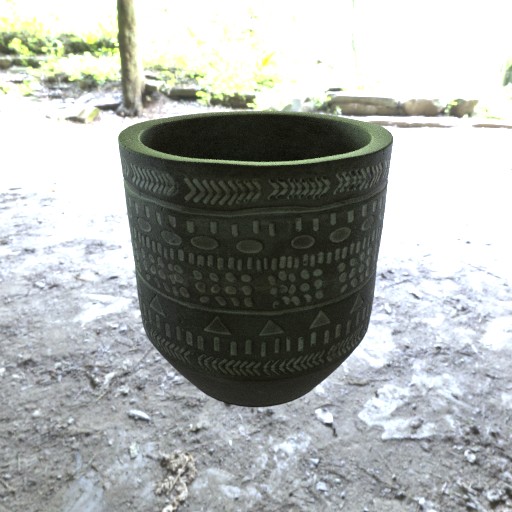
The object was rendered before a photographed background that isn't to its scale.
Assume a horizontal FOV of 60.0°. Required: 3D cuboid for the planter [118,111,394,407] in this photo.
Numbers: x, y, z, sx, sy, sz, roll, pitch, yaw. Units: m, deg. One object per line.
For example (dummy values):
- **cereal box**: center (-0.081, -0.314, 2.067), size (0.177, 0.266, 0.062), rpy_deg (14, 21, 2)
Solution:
- **planter**: center (0.000, 0.000, 0.267), size (0.142, 0.149, 0.142), rpy_deg (0, 27, 0)
